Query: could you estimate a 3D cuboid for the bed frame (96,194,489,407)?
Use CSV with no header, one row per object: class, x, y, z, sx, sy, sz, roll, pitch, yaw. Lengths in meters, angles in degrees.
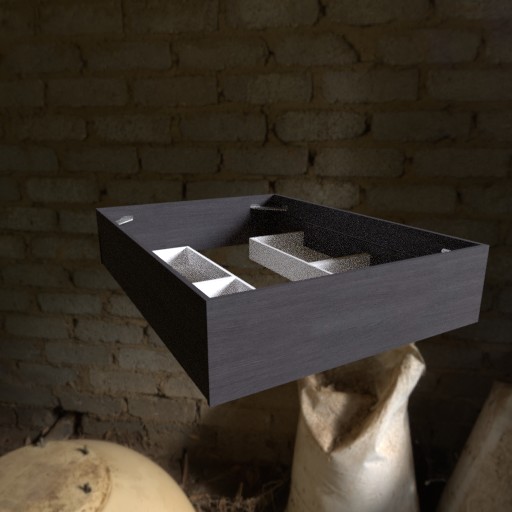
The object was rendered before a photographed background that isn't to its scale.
bed frame,0.000,0.000,2.631,1.448,0.459,1.944,-9,18,-28
